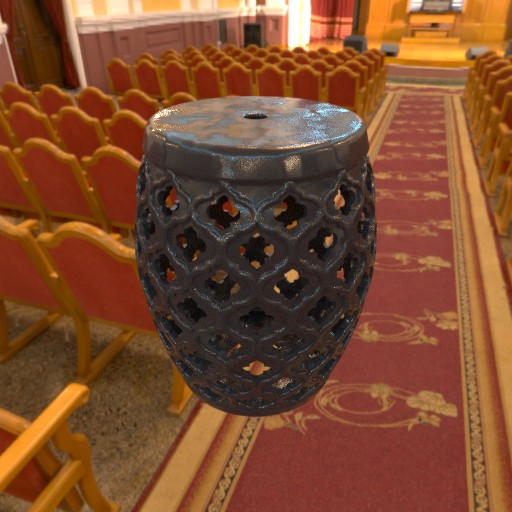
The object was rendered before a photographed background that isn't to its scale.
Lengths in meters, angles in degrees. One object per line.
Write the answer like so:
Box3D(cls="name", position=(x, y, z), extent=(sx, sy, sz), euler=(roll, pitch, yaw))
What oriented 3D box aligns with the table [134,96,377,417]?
Box3D(cls="table", position=(0.000, 0.000, 0.628), extent=(0.325, 0.388, 0.325), euler=(0, 31, 0))
